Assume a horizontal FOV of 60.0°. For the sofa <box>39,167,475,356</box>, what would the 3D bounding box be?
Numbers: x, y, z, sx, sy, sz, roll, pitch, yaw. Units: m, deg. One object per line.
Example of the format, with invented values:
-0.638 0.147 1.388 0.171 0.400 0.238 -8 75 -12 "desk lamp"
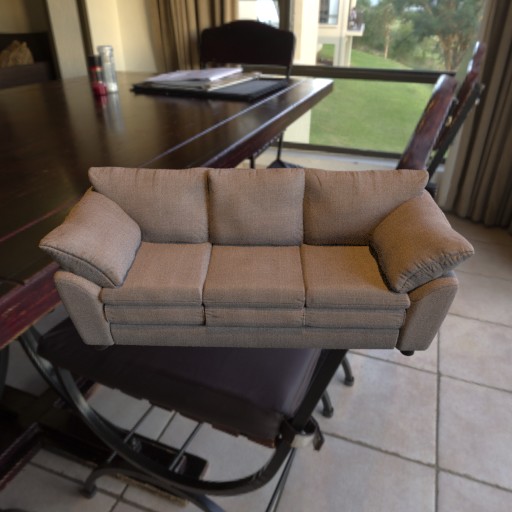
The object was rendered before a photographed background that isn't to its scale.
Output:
0.000 0.000 2.827 2.334 0.996 0.878 1 30 1 "sofa"
